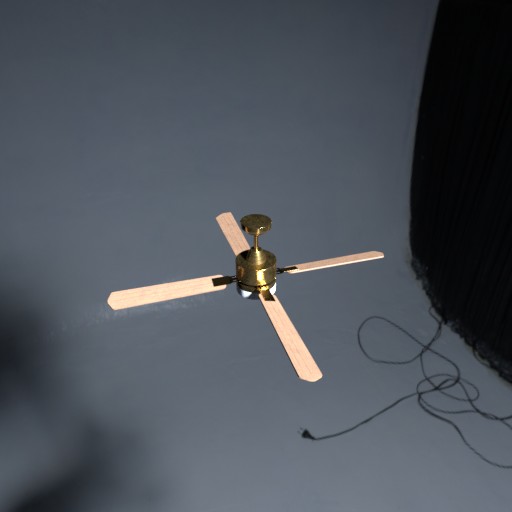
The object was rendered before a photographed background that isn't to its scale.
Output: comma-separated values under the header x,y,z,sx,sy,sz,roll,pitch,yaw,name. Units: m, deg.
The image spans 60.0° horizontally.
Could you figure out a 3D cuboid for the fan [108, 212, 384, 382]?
x,y,z,sx,sy,sz,roll,pitch,yaw,name
0.000,0.000,1.992,1.320,0.355,1.320,-9,33,-15,fan
